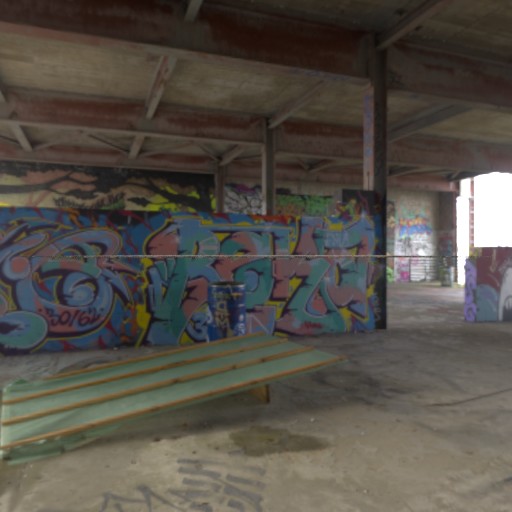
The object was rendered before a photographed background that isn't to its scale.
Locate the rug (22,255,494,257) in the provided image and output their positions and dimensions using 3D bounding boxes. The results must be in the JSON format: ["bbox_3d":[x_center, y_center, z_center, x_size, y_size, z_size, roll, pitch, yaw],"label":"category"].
[{"bbox_3d":[0.000,0.000,4.012,3.048,0.010,2.438,0,0,0],"label":"rug"}]
